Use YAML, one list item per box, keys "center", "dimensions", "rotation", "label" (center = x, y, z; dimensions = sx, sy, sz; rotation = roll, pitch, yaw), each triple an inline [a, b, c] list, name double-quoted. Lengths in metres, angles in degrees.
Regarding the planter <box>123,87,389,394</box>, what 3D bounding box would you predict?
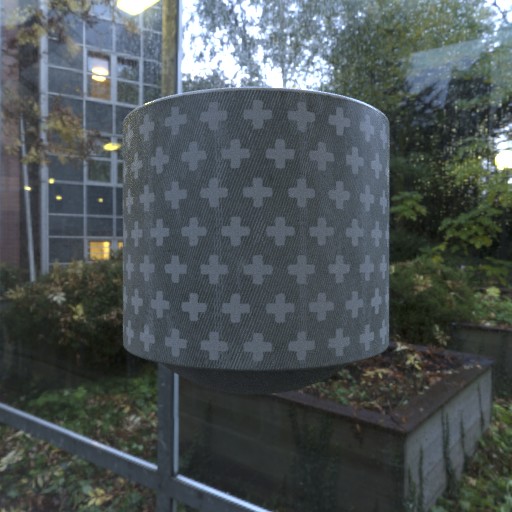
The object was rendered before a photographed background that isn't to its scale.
- center: [0.000, 0.000, 0.435]
  dimensions: [0.250, 0.239, 0.250]
  rotation: [0, 0, 0]
  label: "planter"
